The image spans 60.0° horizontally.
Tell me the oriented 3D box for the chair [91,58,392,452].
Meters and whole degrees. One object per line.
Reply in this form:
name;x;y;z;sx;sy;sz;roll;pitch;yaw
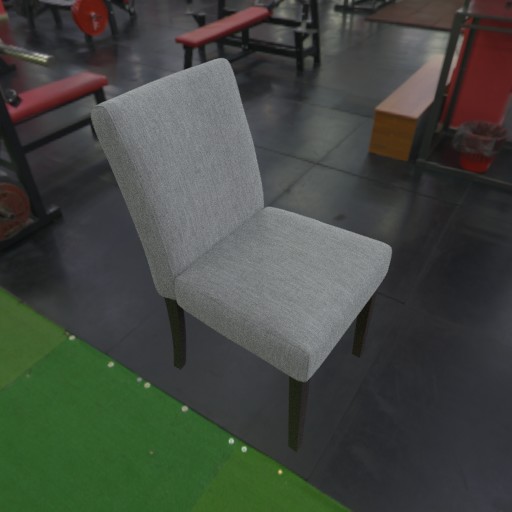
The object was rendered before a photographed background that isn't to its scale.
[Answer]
chair;0.000;0.000;1.256;0.629;0.884;0.487;25;46;27
